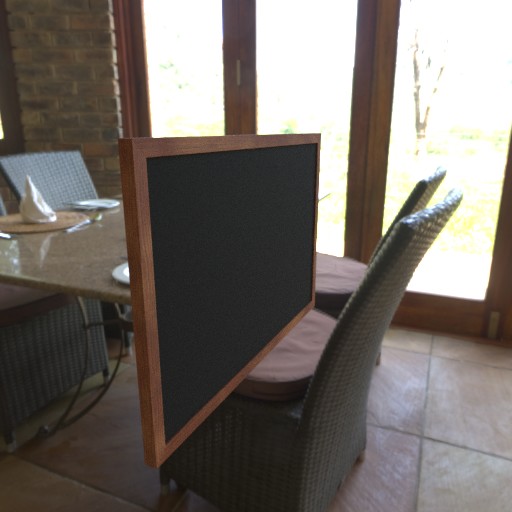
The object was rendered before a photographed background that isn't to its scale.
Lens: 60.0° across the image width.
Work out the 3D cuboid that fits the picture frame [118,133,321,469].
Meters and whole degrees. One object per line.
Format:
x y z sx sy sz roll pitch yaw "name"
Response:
0.000 0.000 1.212 0.029 0.640 0.950 8 18 25 "picture frame"
